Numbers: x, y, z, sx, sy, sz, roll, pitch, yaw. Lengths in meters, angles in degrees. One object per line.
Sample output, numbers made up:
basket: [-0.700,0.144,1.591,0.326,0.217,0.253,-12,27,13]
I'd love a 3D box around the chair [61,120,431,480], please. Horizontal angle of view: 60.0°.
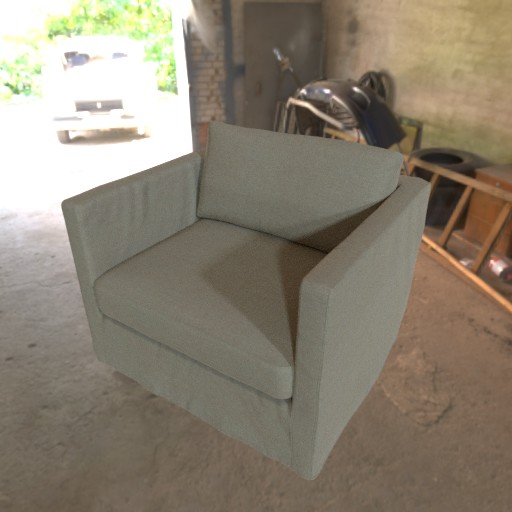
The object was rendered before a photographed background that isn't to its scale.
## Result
chair: [0.000,0.000,1.742,1.057,0.863,0.949,18,34,28]
